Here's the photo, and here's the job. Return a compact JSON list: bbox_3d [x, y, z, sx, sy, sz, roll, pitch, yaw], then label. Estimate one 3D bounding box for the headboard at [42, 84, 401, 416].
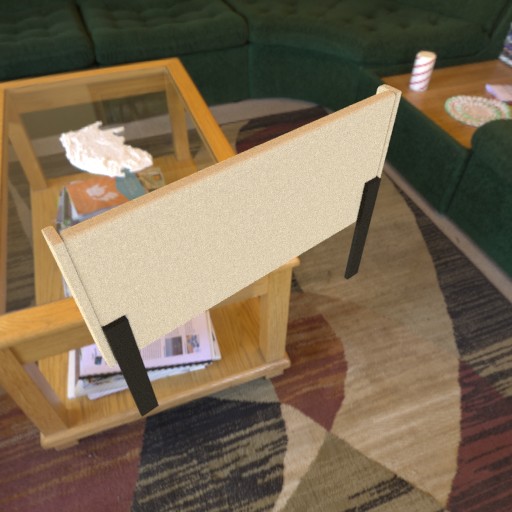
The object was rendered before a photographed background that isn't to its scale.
[{"bbox_3d":[0.000,0.000,2.703,2.051,1.524,0.184,-29,53,-25],"label":"headboard"}]
